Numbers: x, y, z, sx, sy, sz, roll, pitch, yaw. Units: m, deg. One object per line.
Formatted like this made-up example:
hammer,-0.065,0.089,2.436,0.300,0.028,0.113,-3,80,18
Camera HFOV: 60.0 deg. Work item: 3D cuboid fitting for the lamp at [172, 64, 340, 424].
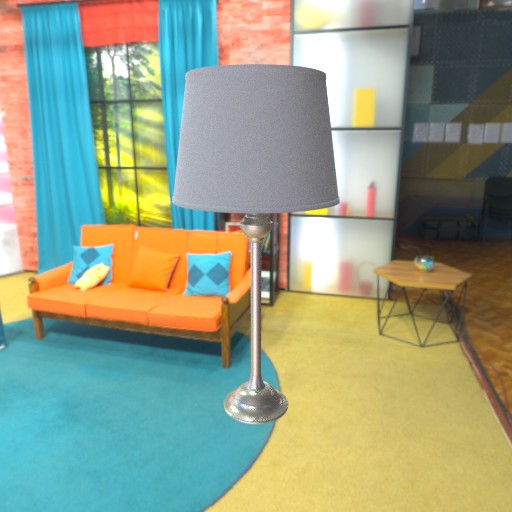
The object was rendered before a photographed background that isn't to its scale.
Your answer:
lamp,0.000,0.000,0.918,0.331,0.698,0.331,0,15,0
